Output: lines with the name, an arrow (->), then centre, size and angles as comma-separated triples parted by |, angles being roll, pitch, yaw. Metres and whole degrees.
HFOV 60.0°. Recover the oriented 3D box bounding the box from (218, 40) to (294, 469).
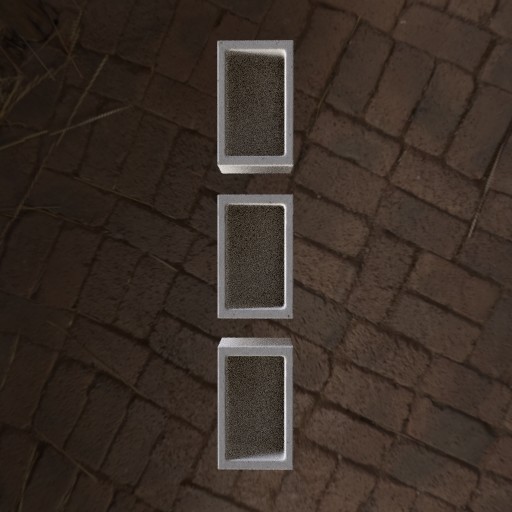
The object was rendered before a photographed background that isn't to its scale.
box -> 0.000, 0.000, 0.501 | 0.082, 0.051, 0.461 | 0, 91, 1
